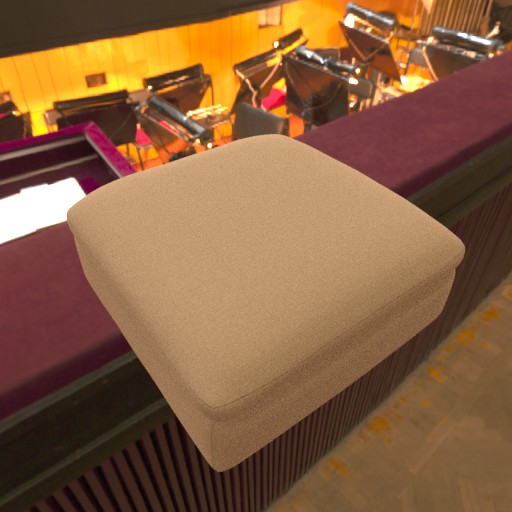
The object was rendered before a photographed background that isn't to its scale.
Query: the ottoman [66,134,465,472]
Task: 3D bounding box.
[{"bbox_3d":[0.000,0.000,1.528,0.977,0.467,0.996,-26,47,-27],"label":"ottoman"}]
